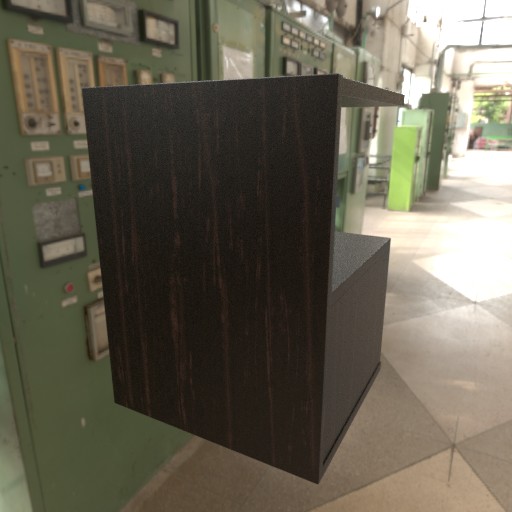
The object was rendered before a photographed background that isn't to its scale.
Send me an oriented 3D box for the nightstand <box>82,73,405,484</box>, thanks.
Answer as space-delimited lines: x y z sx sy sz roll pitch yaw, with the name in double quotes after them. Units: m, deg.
0.000 0.000 0.798 0.400 0.559 0.356 9 19 28 "nightstand"
